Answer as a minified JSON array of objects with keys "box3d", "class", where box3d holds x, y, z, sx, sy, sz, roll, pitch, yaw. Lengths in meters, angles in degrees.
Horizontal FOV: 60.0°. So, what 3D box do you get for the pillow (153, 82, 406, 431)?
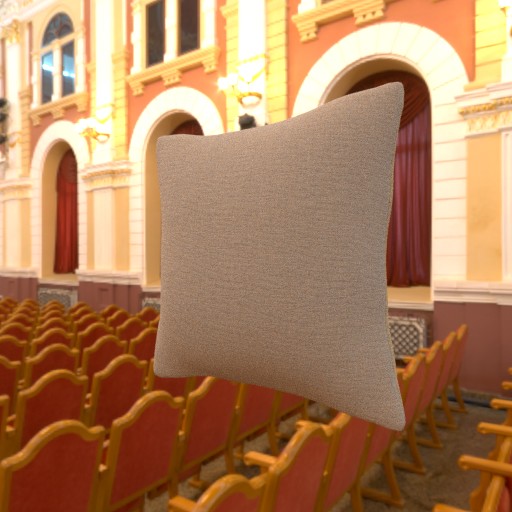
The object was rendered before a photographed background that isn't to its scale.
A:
[{"box3d":[0.000,0.000,0.650,0.437,0.419,0.136,0,0,36],"class":"pillow"}]
